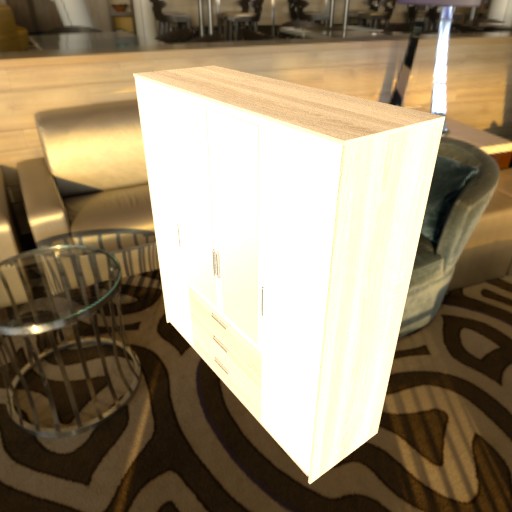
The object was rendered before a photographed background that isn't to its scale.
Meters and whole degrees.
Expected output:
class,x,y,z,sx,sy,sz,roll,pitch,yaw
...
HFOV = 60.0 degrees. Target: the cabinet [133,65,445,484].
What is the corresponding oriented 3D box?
class,x,y,z,sx,sy,sz,roll,pitch,yaw
cabinet,0.000,0.000,2.900,0.620,2.060,1.870,-21,37,-31
